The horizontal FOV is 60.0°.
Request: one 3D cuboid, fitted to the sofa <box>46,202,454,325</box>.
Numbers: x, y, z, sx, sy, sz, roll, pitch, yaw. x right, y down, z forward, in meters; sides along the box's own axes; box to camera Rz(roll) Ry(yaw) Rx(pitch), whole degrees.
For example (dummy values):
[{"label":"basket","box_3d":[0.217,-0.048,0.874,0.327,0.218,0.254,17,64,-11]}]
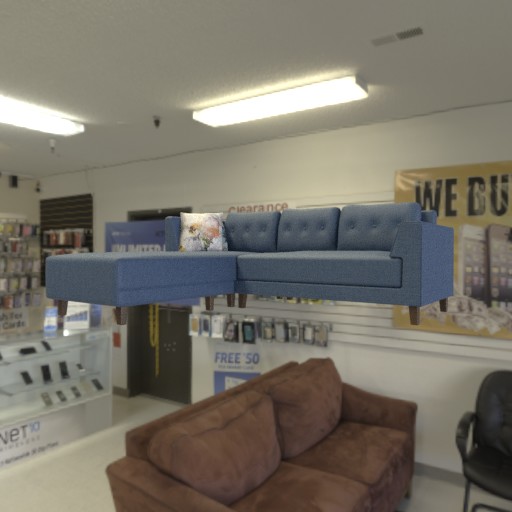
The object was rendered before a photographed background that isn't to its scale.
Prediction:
[{"label":"sofa","box_3d":[0.000,0.000,3.014,2.120,0.787,1.829,1,1,36]}]
